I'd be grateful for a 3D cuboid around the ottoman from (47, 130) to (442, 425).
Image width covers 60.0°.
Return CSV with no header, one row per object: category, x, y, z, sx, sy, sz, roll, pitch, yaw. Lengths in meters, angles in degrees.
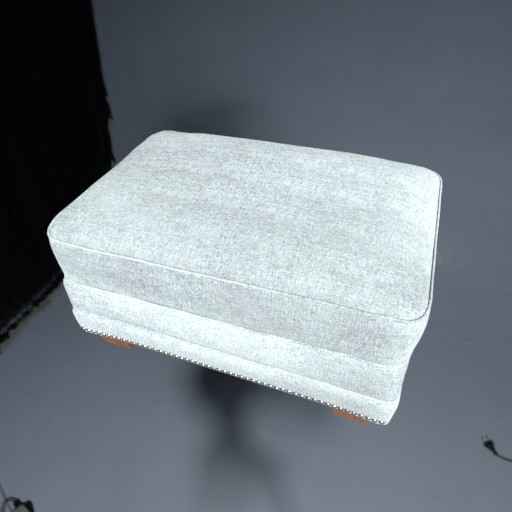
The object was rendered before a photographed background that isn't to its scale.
ottoman,0.000,0.000,1.134,0.813,0.457,0.561,13,42,15
